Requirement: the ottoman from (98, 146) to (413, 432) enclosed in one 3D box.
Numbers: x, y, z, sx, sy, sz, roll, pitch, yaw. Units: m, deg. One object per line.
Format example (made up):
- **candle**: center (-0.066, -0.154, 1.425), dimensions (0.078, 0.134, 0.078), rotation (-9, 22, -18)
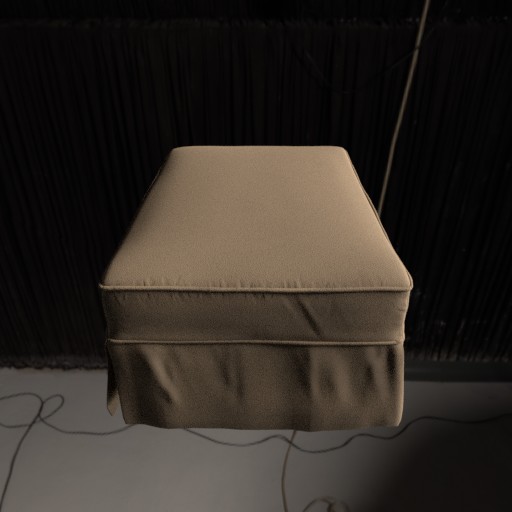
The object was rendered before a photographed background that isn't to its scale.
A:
- **ottoman**: center (0.000, 0.000, 1.353), dimensions (0.721, 0.482, 0.959), rotation (0, 31, 0)
